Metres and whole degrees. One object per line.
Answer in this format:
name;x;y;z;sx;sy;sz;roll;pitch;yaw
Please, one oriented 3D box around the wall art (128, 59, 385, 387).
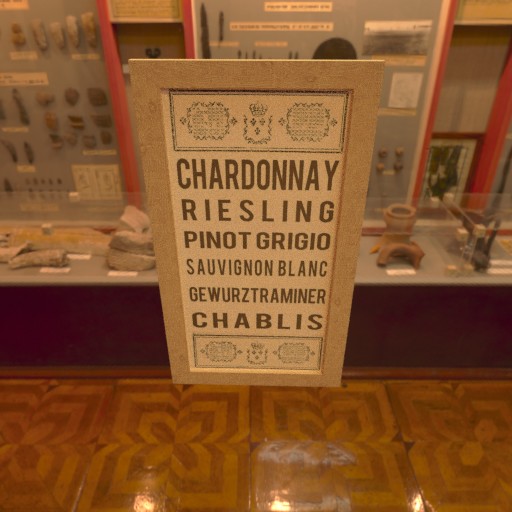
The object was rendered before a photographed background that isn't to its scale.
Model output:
wall art;0.000;0.000;0.838;0.381;0.683;0.013;1;31;1
